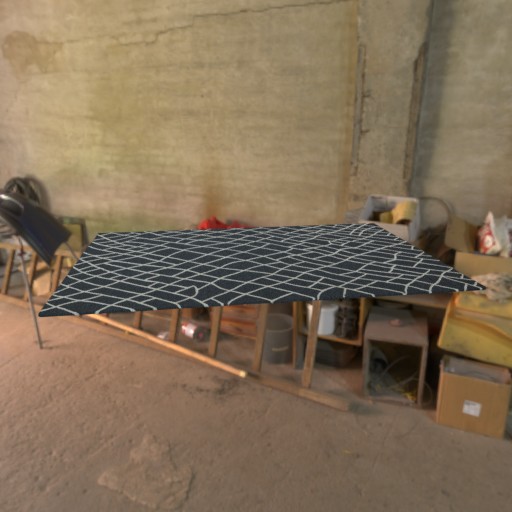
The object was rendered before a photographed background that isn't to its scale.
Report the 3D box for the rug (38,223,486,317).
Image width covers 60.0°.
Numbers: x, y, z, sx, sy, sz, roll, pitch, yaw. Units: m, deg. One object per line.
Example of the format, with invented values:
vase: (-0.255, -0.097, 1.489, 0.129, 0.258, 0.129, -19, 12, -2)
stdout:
rug: (0.000, 0.000, 2.346, 1.830, 0.013, 1.223, -3, 18, -8)
